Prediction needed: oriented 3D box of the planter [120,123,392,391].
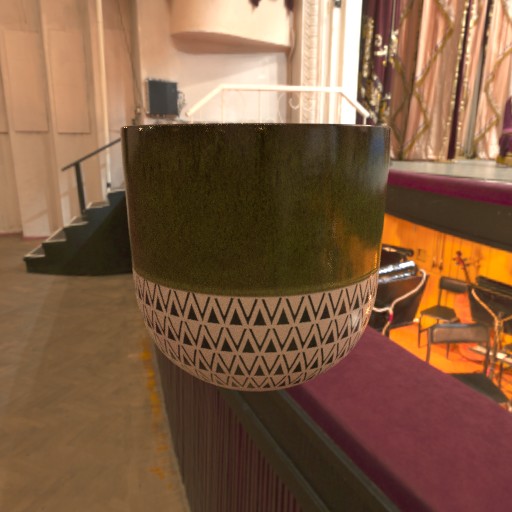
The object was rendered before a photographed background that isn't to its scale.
[{"bbox_3d":[0.000,0.000,0.486,0.266,0.270,0.266,0,15,0],"label":"planter"}]
